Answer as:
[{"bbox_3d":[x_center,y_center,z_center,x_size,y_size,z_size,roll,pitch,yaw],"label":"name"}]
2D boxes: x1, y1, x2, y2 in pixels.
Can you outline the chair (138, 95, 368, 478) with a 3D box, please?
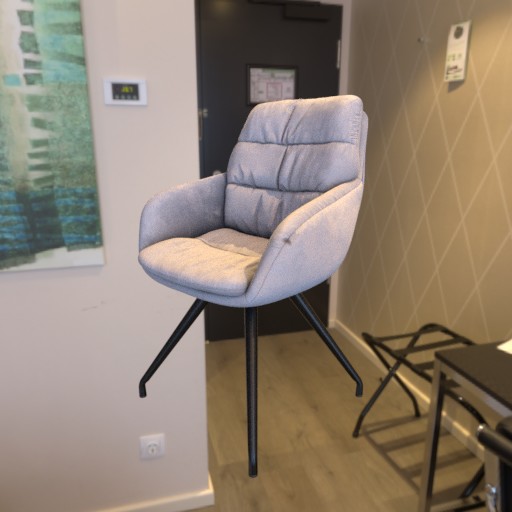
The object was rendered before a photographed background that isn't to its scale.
[{"bbox_3d":[0.000,0.000,1.275,0.579,0.888,0.569,14,20,42],"label":"chair"}]
